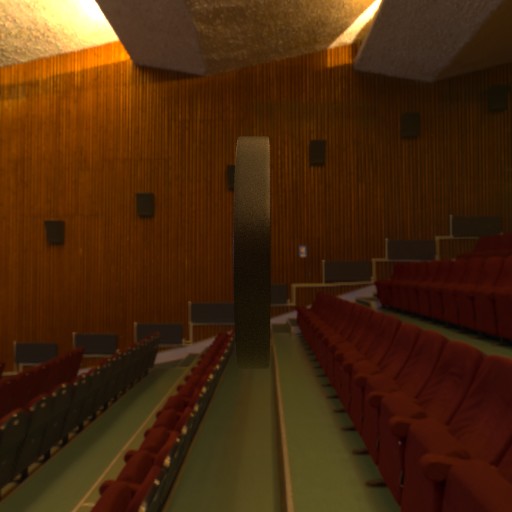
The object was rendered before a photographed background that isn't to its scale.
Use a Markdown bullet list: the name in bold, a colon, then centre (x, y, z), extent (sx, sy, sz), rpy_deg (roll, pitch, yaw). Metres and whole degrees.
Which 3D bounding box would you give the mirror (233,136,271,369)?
- **mirror**: centre (0.000, 0.000, 0.664), extent (0.032, 0.254, 0.584), rpy_deg (0, -1, 1)
